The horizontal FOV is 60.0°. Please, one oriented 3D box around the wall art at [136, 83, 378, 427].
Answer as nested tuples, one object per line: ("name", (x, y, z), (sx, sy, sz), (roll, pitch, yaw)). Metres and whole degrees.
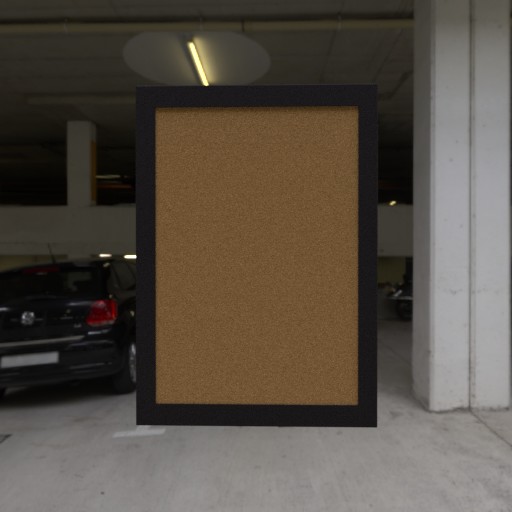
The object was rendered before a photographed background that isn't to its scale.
("wall art", (0.000, 0.000, 0.691), (0.374, 0.529, 0.012), (0, 0, 1))
